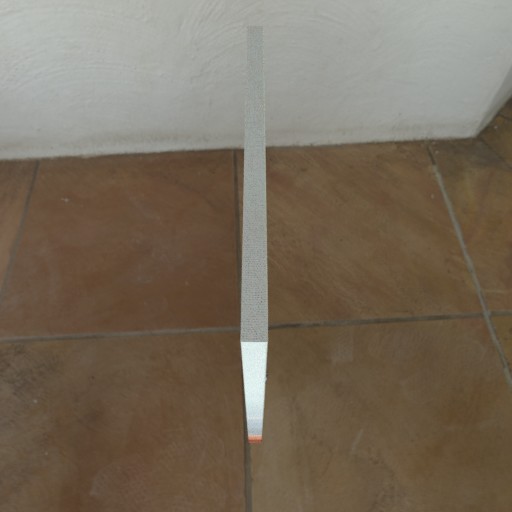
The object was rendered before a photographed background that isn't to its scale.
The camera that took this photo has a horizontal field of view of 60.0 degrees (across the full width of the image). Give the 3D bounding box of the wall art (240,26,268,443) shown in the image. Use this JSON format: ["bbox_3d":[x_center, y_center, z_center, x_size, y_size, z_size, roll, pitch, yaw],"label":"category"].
[{"bbox_3d":[0.000,0.000,0.600,0.023,0.405,0.405,0,58,0],"label":"wall art"}]
